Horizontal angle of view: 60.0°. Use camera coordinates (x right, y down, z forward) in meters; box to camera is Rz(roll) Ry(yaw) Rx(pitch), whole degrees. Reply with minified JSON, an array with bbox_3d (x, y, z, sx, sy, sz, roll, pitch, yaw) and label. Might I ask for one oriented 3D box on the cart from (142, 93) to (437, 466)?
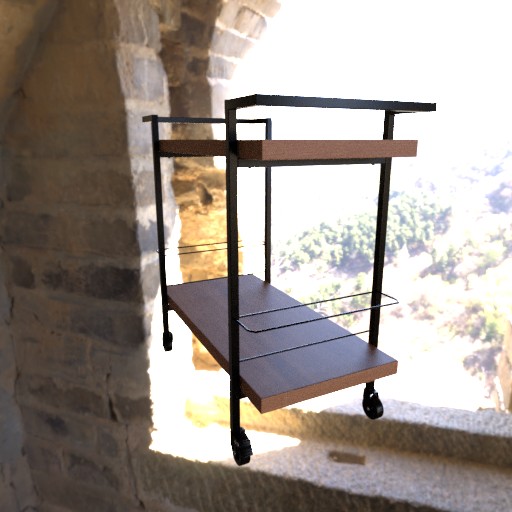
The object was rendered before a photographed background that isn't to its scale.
[{"bbox_3d":[0.000,0.000,1.225,0.406,0.762,0.806,-7,16,-25],"label":"cart"}]
